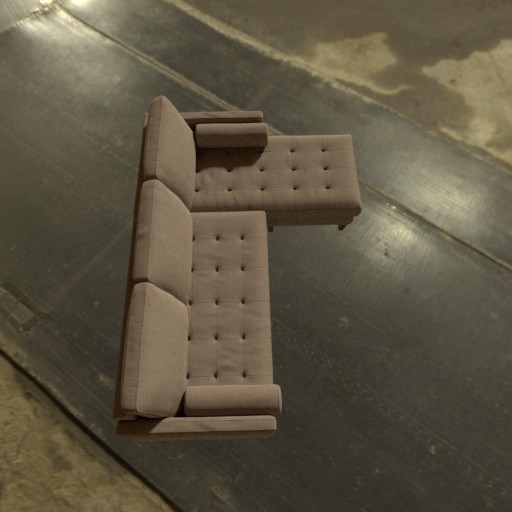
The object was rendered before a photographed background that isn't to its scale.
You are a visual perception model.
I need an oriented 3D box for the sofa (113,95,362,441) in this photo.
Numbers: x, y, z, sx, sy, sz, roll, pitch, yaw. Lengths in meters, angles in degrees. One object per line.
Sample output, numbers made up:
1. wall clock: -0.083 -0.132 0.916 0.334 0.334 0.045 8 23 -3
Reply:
1. sofa: 0.000 0.000 2.889 1.506 0.875 2.178 -1 65 -1
